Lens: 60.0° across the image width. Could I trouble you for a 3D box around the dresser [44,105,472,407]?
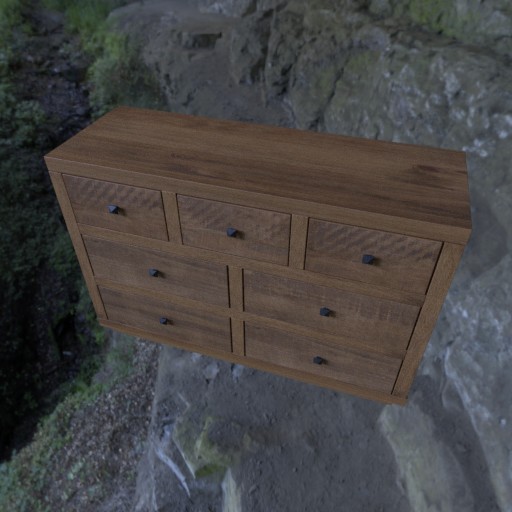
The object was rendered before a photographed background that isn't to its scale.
[{"bbox_3d":[0.000,0.000,1.657,1.261,0.825,0.479,12,41,14],"label":"dresser"}]
